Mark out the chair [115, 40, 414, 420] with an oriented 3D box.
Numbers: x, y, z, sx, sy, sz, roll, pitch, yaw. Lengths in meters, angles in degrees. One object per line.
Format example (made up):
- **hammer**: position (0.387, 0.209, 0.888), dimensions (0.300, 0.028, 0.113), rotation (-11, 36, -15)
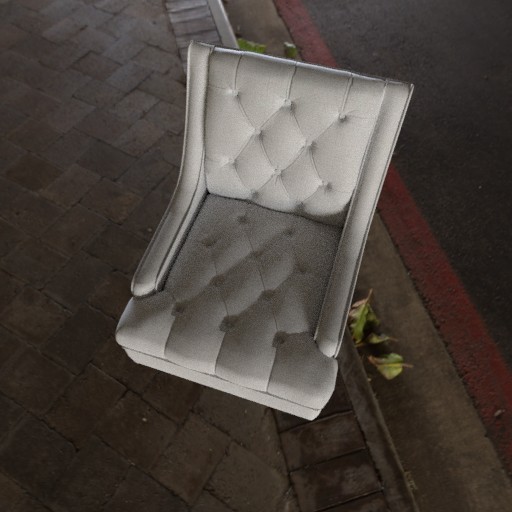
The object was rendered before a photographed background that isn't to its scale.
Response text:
- **chair**: position (0.000, 0.000, 1.391), dimensions (0.658, 0.891, 0.772), rotation (15, 60, 9)
